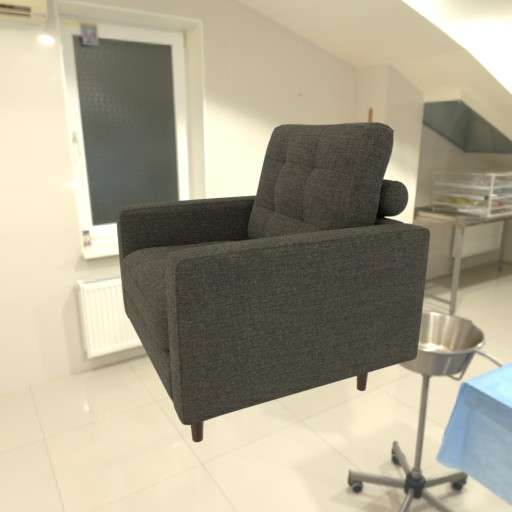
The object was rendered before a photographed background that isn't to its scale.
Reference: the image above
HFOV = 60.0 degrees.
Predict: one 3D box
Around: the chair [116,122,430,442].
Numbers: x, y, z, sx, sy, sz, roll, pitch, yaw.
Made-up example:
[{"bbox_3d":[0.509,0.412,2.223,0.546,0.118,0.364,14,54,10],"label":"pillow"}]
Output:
[{"bbox_3d":[0.000,0.000,1.531,0.843,0.880,0.821,-8,18,-25],"label":"chair"}]
